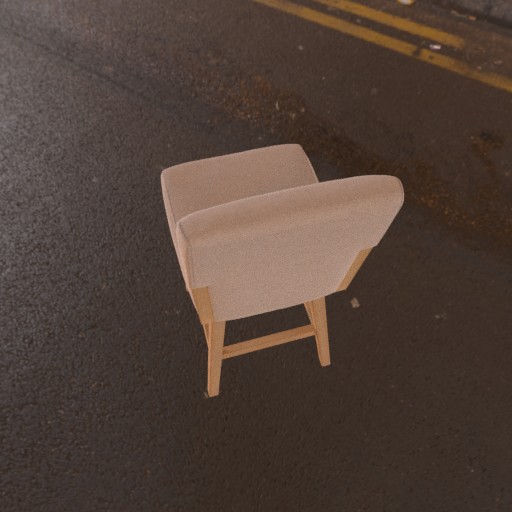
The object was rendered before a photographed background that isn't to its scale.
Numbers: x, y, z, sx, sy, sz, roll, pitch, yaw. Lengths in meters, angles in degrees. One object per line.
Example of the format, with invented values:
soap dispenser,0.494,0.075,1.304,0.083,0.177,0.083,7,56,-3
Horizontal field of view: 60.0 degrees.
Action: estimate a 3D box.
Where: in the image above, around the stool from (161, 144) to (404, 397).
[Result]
stool,0.000,0.000,1.260,0.446,1.015,0.543,-13,57,-8
